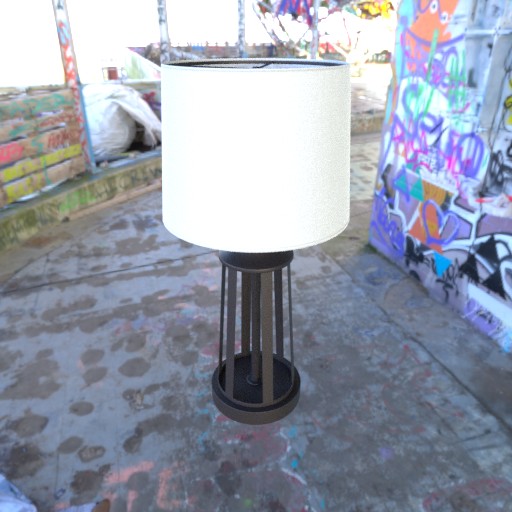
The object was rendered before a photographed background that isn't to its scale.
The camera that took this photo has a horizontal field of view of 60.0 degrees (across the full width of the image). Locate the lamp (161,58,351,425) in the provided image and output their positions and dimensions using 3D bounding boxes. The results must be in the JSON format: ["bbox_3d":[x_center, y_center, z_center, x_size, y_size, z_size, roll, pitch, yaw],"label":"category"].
[{"bbox_3d":[0.000,0.000,0.635,0.251,0.509,0.251,0,26,0],"label":"lamp"}]
